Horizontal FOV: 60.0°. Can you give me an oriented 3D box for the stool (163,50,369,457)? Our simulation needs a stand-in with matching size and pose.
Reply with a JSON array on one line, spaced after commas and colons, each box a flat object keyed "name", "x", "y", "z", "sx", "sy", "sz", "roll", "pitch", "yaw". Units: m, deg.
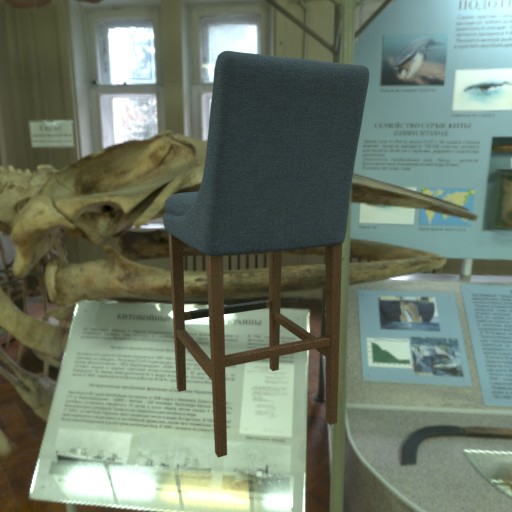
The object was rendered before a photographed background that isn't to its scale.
[{"name": "stool", "x": 0.000, "y": 0.000, "z": 1.409, "sx": 0.470, "sy": 1.078, "sz": 0.577, "roll": -6, "pitch": 13, "yaw": -24}]
